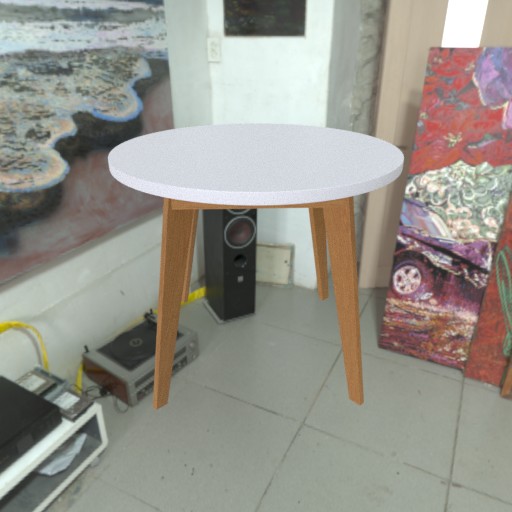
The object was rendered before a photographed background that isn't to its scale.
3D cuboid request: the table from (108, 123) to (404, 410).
[{"bbox_3d":[0.000,0.000,1.567,0.896,0.762,0.896,0,26,0],"label":"table"}]
